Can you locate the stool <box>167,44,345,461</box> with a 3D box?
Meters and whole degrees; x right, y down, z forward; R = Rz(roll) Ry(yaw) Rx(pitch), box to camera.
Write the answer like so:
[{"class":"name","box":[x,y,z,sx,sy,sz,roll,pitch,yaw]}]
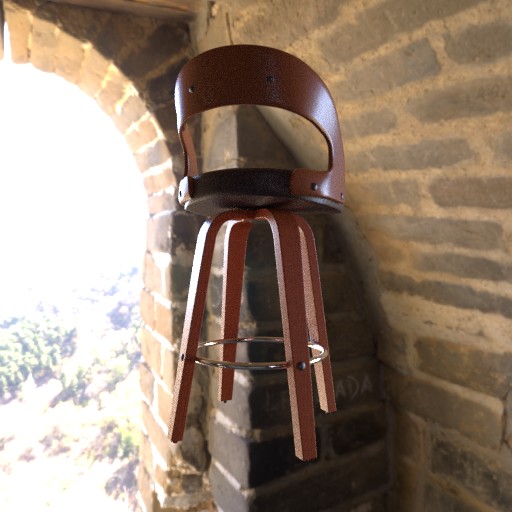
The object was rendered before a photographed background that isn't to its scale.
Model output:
[{"class":"stool","box":[0.000,0.000,1.202,0.457,0.940,0.457,0,-1,18]}]
